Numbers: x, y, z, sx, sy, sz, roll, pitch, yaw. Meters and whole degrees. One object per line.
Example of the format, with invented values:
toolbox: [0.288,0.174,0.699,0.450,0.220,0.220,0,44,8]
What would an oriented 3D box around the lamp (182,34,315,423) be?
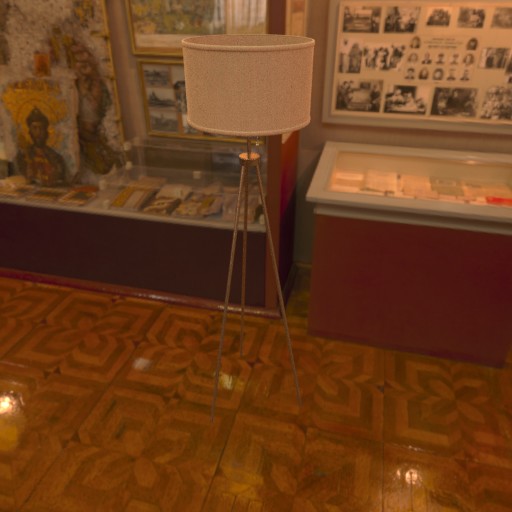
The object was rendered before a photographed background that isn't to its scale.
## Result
lamp: [0.000,0.000,1.756,0.460,1.545,0.449,9,32,14]
